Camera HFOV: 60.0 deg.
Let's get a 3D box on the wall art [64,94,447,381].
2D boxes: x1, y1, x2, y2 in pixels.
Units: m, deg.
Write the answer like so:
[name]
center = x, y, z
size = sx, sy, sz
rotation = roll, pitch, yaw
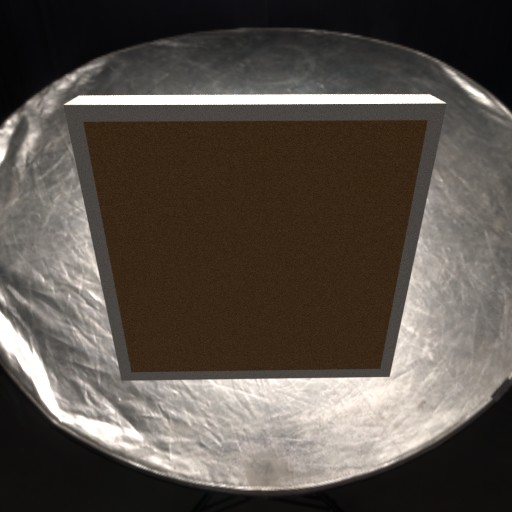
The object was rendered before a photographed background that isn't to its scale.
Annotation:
[wall art]
center = 0.000, 0.000, 0.444
size = 0.305, 0.302, 0.038
rotation = -1, 30, -1
